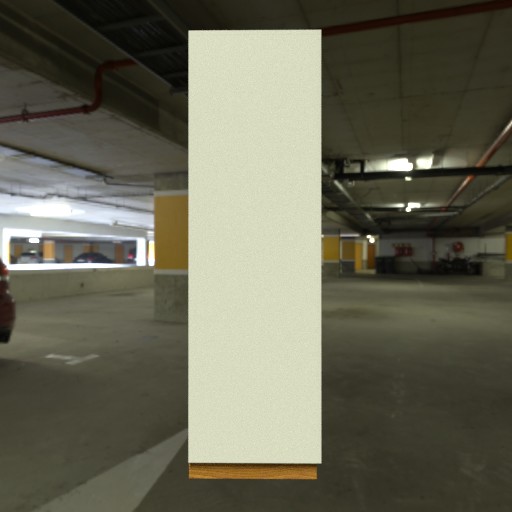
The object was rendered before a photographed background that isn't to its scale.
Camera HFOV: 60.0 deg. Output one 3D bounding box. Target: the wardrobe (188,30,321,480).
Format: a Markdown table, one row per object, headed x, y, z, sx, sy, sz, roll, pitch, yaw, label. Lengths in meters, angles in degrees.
| x | y | z | sx | sy | sz | roll | pitch | yaw | label |
| --- | --- | --- | --- | --- | --- | --- | --- | --- | --- |
| 0.000 | 0.000 | 2.433 | 0.600 | 2.040 | 0.860 | 0 | 0 | 1 | wardrobe |
